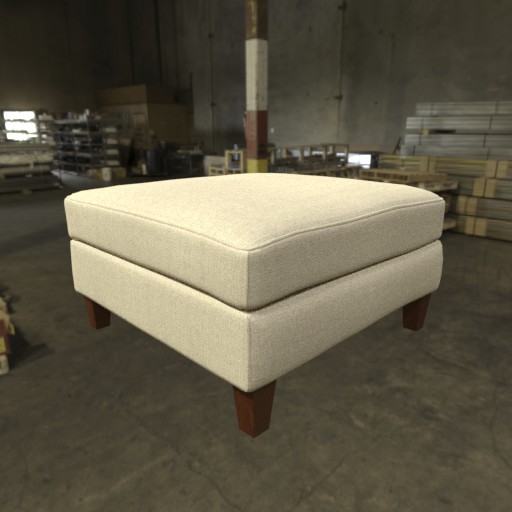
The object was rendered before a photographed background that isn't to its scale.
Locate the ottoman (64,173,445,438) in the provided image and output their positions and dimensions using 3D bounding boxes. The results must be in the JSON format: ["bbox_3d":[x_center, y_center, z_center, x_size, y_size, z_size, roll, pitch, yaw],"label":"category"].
[{"bbox_3d":[0.000,0.000,1.368,0.838,0.478,0.838,-15,22,-42],"label":"ottoman"}]
